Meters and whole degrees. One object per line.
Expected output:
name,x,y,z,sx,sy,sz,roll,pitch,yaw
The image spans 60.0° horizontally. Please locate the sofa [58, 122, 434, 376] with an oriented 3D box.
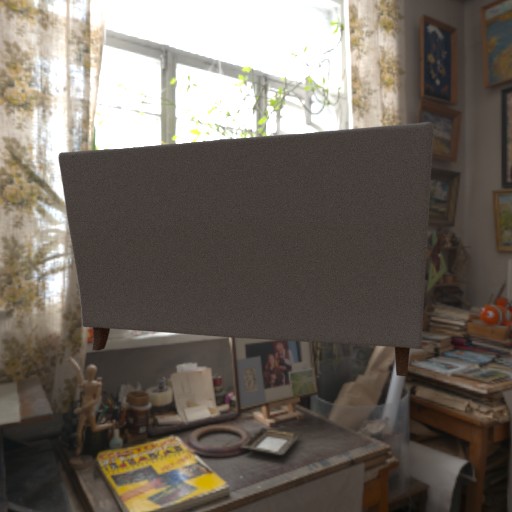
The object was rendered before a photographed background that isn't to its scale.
sofa,0.000,0.000,2.068,1.482,0.890,0.888,0,1,18
